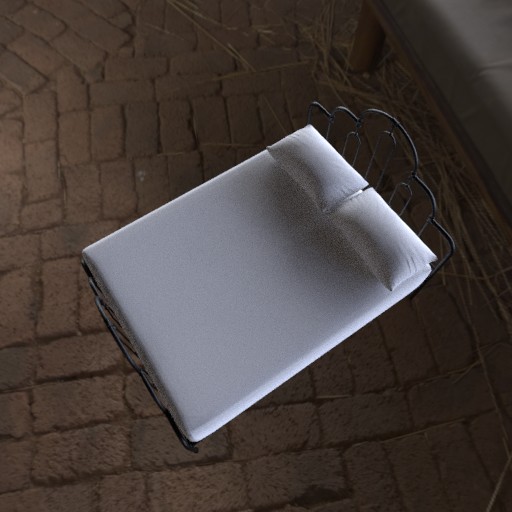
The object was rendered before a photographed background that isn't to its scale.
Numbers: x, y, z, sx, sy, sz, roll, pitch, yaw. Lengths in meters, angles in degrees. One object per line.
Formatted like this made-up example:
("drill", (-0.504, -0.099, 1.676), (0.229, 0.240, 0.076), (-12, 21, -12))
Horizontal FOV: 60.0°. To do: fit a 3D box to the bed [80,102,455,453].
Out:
("bed", (0.000, 0.000, 3.194), (2.181, 1.444, 1.626), (-31, 68, -14))
